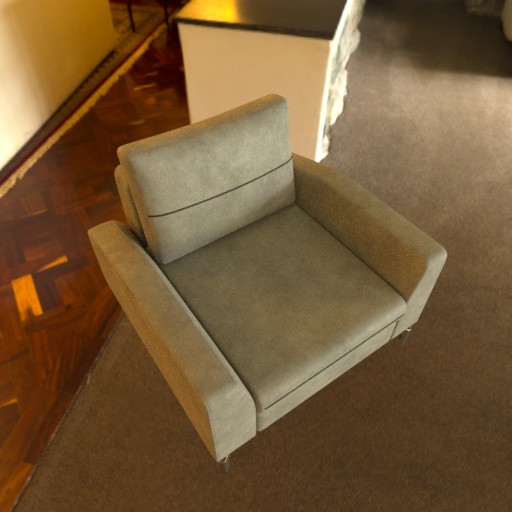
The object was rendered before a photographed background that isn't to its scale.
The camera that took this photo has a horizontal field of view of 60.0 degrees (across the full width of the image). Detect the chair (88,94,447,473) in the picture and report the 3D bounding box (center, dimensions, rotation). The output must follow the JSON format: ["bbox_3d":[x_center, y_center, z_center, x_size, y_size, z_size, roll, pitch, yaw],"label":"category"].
[{"bbox_3d":[0.000,0.000,1.554,0.900,0.800,0.900,-27,53,-23],"label":"chair"}]
